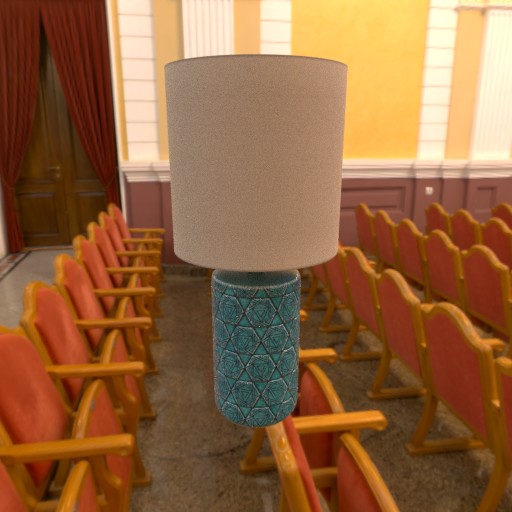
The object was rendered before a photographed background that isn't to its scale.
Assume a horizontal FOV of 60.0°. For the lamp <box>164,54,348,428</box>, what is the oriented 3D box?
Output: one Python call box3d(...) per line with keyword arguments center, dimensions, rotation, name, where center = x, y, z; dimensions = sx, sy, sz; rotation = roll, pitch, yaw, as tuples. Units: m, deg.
box3d(center=(0.000, 0.000, 0.764), dimensions=(0.278, 0.597, 0.278), rotation=(-3, 16, -9), name="lamp")
